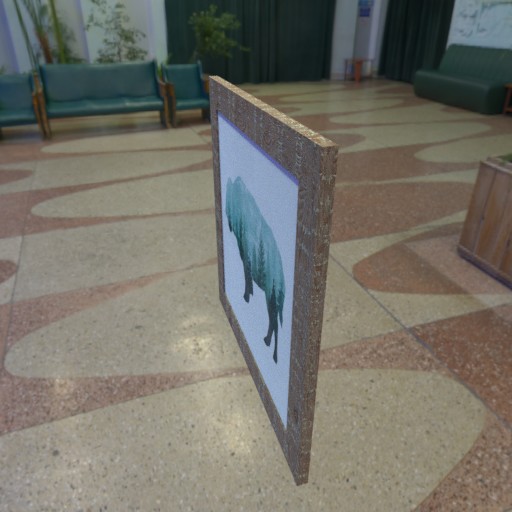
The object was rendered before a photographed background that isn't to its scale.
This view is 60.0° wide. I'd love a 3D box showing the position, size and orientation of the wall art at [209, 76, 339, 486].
[{"bbox_3d":[0.000,0.000,0.561,0.022,0.380,0.380,-9,30,-15],"label":"wall art"}]
